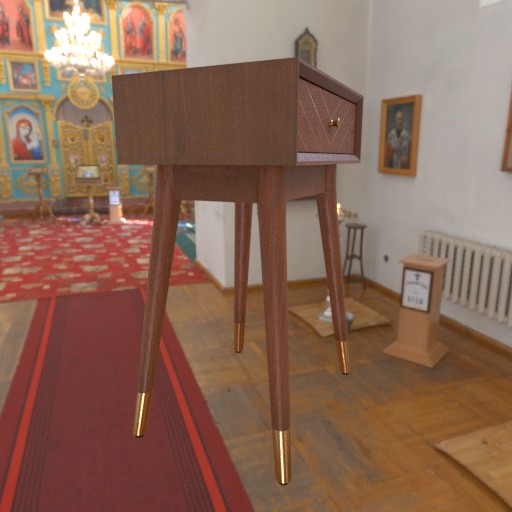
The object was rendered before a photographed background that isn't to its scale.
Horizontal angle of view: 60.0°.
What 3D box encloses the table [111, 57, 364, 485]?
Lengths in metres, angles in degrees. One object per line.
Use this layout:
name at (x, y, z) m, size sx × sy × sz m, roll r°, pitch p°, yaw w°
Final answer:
table at (0.000, 0.000, 0.832) m, size 0.300 × 0.599 × 0.406 m, roll 6°, pitch 14°, yaw 24°
